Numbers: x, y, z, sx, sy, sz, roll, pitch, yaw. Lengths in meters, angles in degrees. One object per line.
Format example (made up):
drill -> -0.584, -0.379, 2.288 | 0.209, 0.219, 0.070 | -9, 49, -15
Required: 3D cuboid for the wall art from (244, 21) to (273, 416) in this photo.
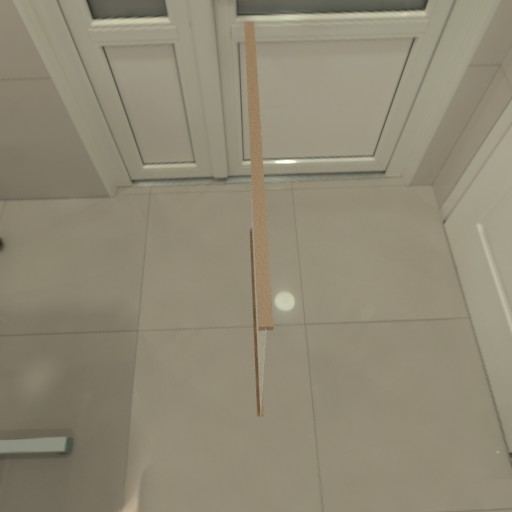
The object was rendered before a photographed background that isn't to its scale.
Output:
wall art -> 0.000, 0.000, 0.692 | 0.012, 0.508, 0.405 | -2, 62, -1
